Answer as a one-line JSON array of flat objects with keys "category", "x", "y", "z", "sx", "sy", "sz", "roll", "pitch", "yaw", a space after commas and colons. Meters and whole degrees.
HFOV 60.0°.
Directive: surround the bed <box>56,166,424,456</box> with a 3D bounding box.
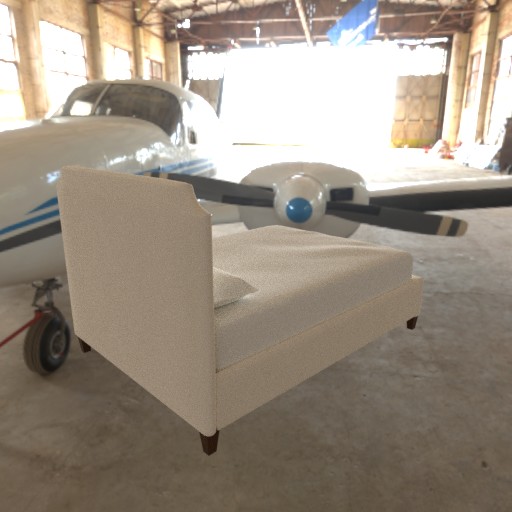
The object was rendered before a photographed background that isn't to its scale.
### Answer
[{"category": "bed", "x": 0.000, "y": 0.000, "z": 3.480, "sx": 2.365, "sy": 1.443, "sz": 1.712, "roll": -15, "pitch": 22, "yaw": -42}]
